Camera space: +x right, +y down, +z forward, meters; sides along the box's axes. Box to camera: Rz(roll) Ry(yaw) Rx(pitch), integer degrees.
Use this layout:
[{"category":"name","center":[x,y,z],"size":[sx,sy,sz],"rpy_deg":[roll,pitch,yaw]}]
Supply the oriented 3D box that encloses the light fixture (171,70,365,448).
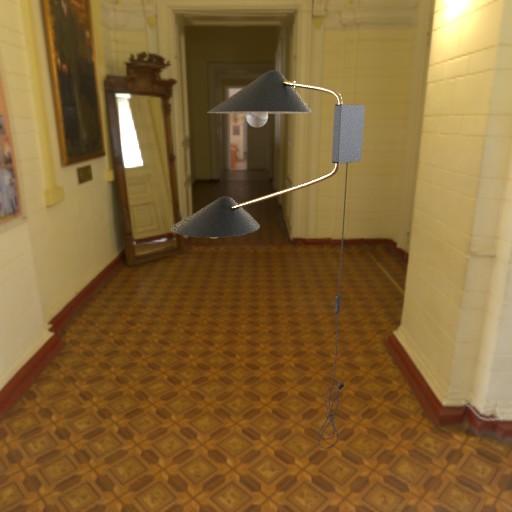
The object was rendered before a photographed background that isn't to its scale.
[{"category":"light fixture","center":[0.000,0.000,0.864],"size":[0.422,0.665,0.189],"rpy_deg":[16,23,42]}]
